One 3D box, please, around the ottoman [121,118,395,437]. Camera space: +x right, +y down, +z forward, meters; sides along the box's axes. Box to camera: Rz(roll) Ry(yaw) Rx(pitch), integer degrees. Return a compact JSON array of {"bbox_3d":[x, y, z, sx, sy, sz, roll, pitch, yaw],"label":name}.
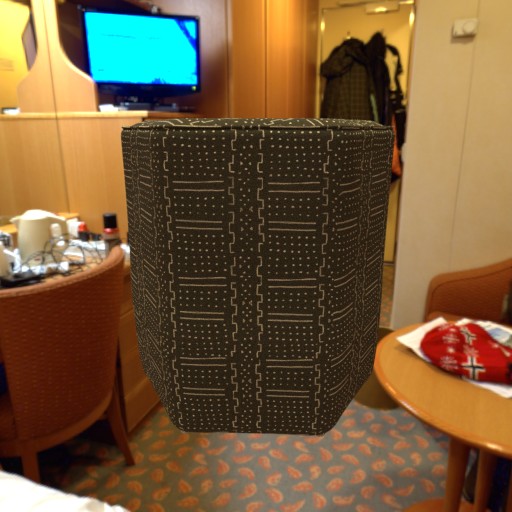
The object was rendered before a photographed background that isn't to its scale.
[{"bbox_3d":[0.000,0.000,0.858,0.443,0.502,0.494,-8,18,-27],"label":"ottoman"}]
